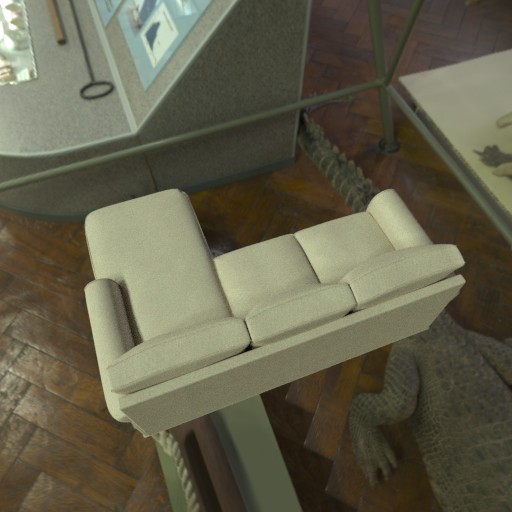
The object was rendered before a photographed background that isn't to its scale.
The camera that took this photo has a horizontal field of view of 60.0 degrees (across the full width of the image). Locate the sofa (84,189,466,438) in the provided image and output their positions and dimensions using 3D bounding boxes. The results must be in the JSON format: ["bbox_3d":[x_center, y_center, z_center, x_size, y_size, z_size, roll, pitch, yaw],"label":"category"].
[{"bbox_3d":[0.000,0.000,2.383,1.770,0.734,1.226,-18,60,-11],"label":"sofa"}]
